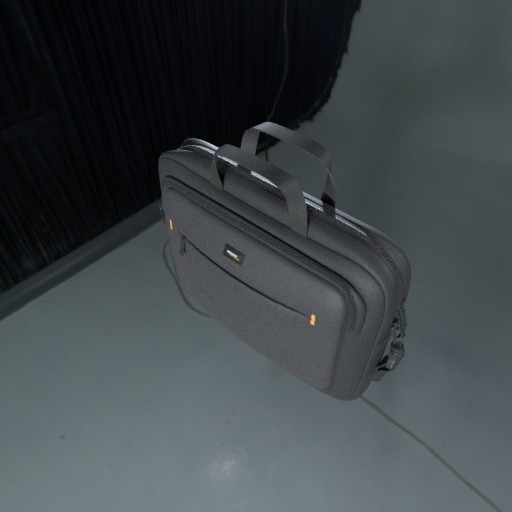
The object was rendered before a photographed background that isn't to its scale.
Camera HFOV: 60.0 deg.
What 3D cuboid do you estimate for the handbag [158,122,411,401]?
[{"bbox_3d":[0.000,0.000,0.582,0.429,0.330,0.126,32,55,26],"label":"handbag"}]
